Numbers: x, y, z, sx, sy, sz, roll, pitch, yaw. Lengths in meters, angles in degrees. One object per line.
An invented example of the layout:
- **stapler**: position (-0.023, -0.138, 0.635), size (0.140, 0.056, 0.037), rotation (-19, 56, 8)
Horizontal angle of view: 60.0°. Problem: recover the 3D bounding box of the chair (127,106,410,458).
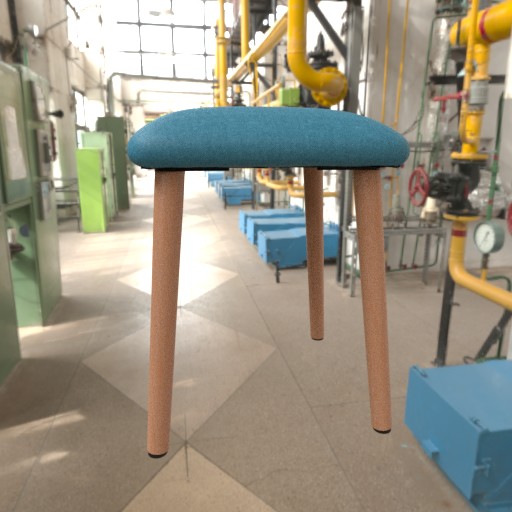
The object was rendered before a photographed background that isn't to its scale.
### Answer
- **chair**: position (0.000, 0.000, 0.715), size (0.360, 0.450, 0.360), rotation (-2, 14, -9)
